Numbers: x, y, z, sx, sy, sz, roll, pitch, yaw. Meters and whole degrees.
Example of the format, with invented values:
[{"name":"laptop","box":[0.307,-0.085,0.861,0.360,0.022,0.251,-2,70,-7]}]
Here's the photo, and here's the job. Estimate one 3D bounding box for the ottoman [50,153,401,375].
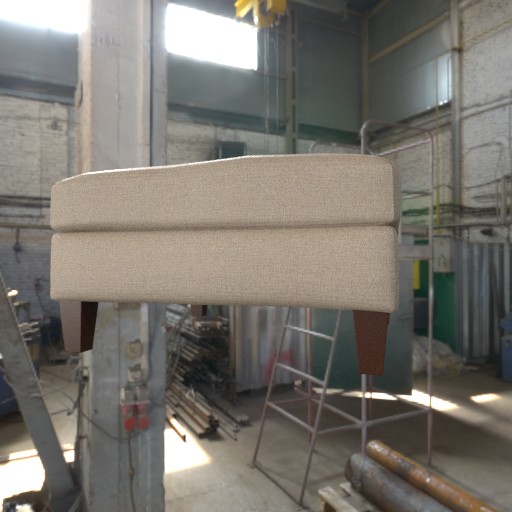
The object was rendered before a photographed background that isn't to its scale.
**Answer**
[{"name":"ottoman","box":[0.000,0.000,1.355,0.838,0.481,0.838,0,-1,17]}]
